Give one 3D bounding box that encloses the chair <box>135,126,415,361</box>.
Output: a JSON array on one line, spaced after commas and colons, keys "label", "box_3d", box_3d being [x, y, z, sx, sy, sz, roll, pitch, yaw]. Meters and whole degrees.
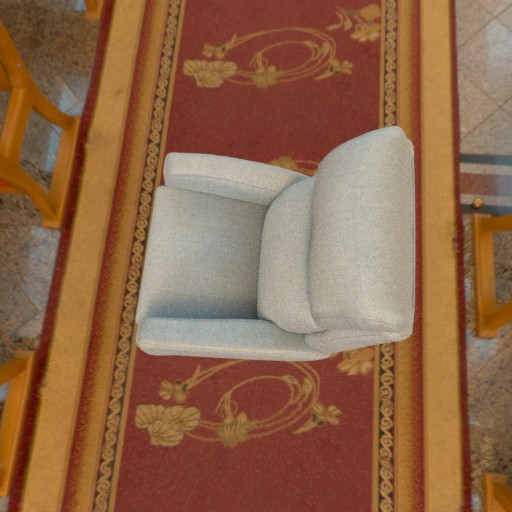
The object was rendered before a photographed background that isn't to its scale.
[{"label": "chair", "box_3d": [0.000, 0.000, 1.692, 0.940, 1.016, 0.794, 5, 75, 1]}]
